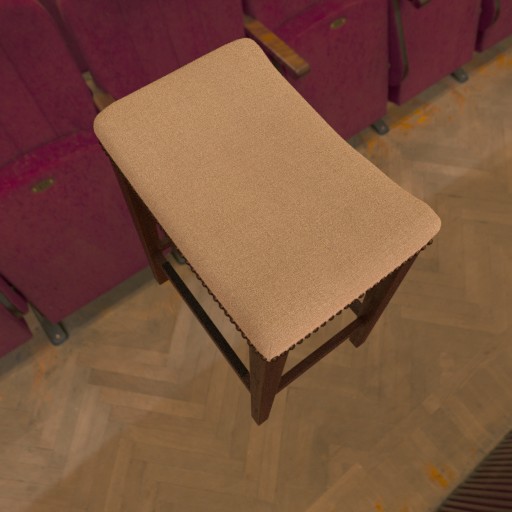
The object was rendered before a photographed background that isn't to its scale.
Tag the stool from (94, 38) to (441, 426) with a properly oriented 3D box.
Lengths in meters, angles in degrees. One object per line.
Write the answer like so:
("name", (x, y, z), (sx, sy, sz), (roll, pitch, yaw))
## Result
("stool", (0.000, 0.000, 0.958), (0.363, 0.669, 0.509), (-34, 68, -16))
